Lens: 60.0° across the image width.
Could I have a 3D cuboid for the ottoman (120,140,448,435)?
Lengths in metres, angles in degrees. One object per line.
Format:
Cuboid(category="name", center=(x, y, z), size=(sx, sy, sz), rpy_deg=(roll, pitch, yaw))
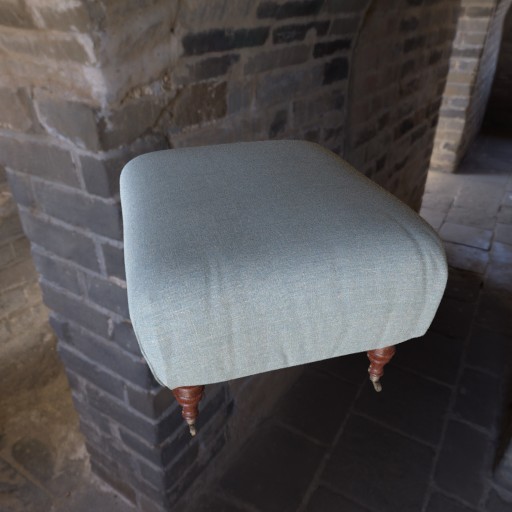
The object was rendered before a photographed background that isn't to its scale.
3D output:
Cuboid(category="ottoman", center=(0.000, 0.000, 1.129), size=(0.622, 0.450, 0.747), rpy_deg=(-8, 32, -14))
